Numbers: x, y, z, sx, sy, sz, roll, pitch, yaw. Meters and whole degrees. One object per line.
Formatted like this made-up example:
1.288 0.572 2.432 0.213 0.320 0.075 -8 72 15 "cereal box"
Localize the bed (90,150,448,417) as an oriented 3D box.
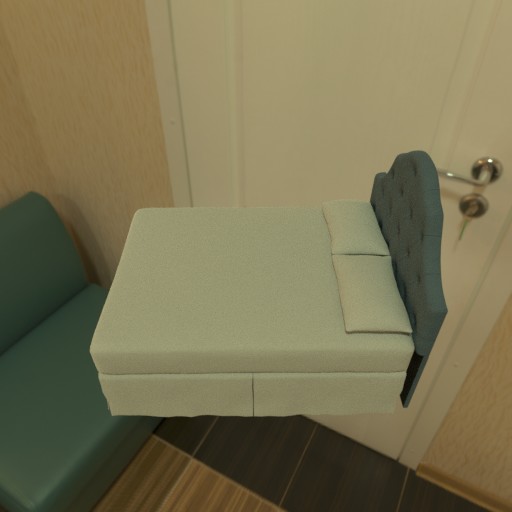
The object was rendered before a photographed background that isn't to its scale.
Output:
0.000 0.000 3.219 2.155 1.575 1.636 0 41 0 "bed"
